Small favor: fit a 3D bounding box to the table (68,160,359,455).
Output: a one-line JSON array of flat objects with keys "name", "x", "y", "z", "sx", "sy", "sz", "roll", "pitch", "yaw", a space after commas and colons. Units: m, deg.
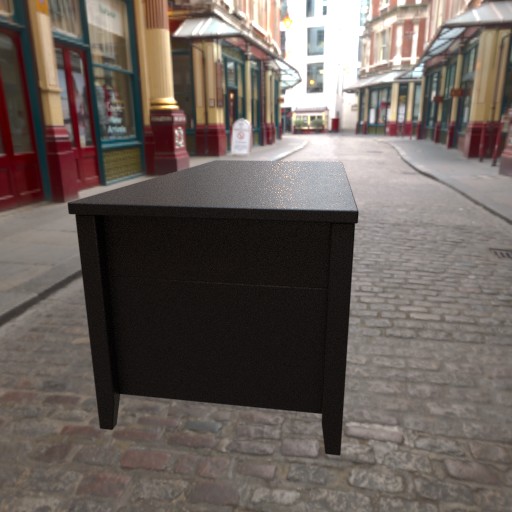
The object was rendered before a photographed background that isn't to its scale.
[{"name": "table", "x": 0.000, "y": 0.000, "z": 1.257, "sx": 0.483, "sy": 0.457, "sz": 1.016, "roll": 3, "pitch": 16, "yaw": 9}]
